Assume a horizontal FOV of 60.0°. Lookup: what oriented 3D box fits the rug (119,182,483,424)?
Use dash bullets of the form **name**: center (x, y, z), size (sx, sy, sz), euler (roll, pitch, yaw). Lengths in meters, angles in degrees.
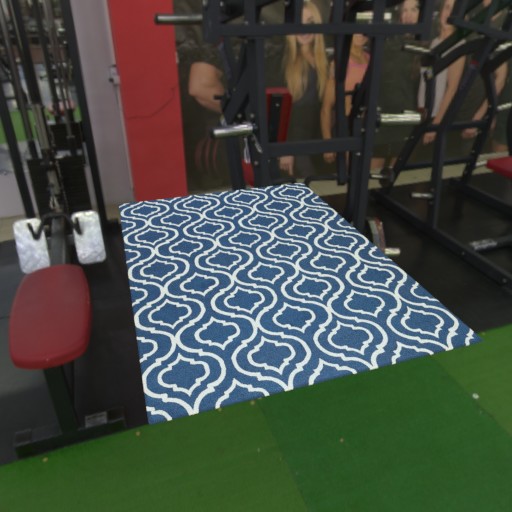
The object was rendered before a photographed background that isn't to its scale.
- **rug**: center (0.000, 0.000, 2.724), size (1.524, 0.010, 2.134), euler (-9, 31, -15)
